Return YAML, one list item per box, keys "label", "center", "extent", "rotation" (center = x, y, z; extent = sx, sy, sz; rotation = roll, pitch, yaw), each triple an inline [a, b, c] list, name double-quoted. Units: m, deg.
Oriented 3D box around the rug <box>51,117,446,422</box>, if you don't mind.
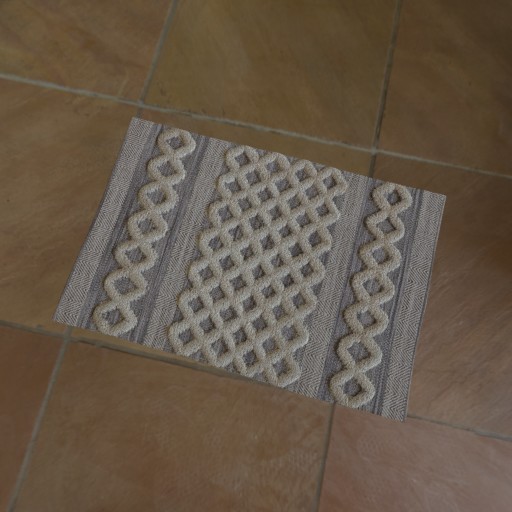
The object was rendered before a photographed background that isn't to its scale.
- label: "rug"
  center: [0.000, 0.000, 2.330]
  extent: [1.823, 0.030, 1.222]
  rotation: [15, 75, 4]
